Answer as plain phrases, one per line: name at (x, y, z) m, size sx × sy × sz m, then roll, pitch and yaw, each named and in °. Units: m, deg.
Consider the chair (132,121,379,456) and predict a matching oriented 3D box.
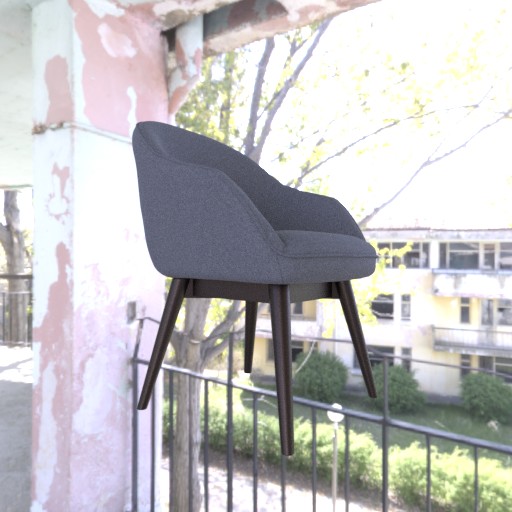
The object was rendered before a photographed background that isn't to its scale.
chair at (0.000, 0.000, 1.242) m, size 0.611 × 0.810 × 0.589 m, roll 0°, pitch -1°, yaw 36°
